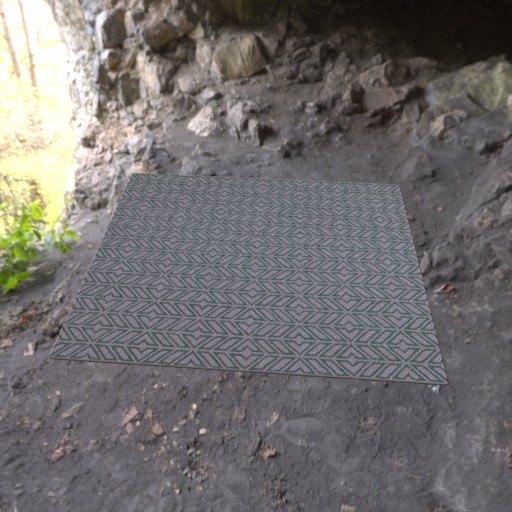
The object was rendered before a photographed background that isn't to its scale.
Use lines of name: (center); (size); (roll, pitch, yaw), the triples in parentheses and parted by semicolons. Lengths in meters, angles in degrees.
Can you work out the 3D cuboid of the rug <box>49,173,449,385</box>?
rug: (0.000, 0.000, 4.199); (3.050, 0.017, 2.441); (3, 46, 3)
